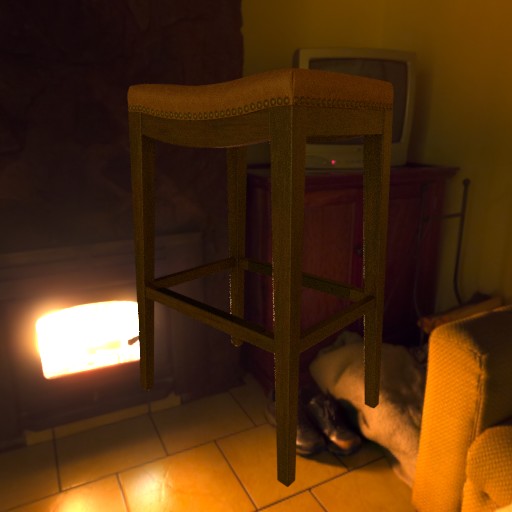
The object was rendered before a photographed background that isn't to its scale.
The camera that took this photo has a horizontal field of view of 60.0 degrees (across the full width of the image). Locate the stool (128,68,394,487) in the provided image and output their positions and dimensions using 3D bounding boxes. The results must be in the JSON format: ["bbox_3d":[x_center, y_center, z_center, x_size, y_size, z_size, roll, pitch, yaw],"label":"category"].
[{"bbox_3d":[0.000,0.000,1.034,0.500,0.759,0.361,15,22,41],"label":"stool"}]
